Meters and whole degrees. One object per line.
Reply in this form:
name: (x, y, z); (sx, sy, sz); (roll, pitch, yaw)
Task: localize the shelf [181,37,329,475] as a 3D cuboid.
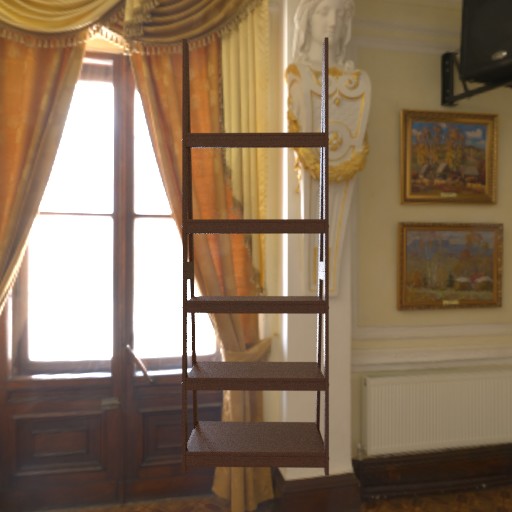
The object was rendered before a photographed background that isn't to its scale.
shelf: (0.000, 0.000, 1.970); (0.600, 1.770, 0.350); (0, 0, 1)
